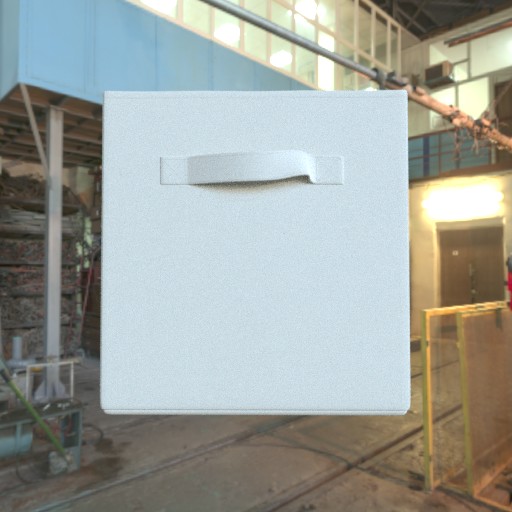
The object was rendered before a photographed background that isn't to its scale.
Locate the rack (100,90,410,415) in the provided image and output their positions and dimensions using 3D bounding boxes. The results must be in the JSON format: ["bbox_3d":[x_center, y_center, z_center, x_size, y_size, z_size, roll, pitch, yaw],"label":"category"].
[{"bbox_3d":[0.000,0.000,0.497,0.270,0.280,0.270,0,-2,1],"label":"rack"}]
